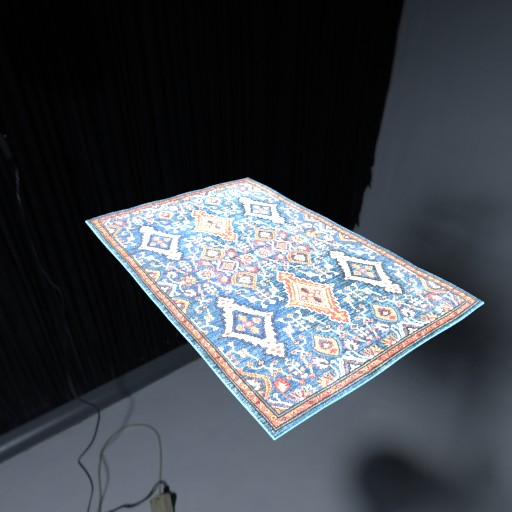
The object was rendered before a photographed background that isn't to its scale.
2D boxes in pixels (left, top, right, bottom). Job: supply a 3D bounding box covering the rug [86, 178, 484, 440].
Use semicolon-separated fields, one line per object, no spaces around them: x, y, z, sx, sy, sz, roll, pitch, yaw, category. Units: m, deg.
0.000;0.000;2.308;1.195;0.014;1.847;-21;37;-30;rug
